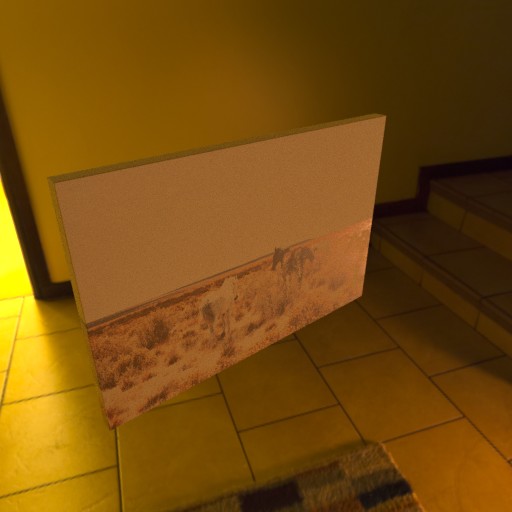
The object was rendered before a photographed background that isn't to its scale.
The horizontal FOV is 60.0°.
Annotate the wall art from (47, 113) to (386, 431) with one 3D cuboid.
[{"bbox_3d":[0.000,0.000,1.449,1.138,0.761,0.051,-21,35,-33],"label":"wall art"}]
